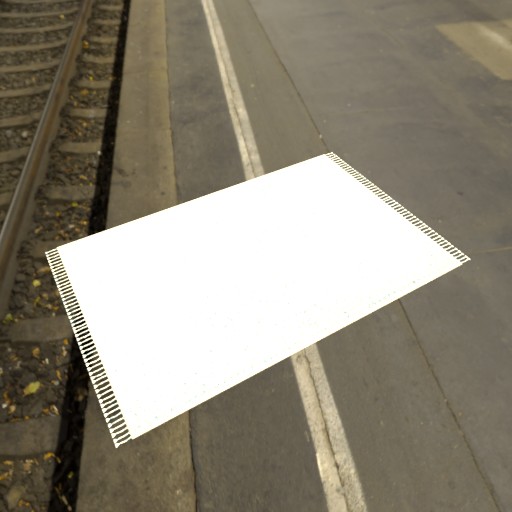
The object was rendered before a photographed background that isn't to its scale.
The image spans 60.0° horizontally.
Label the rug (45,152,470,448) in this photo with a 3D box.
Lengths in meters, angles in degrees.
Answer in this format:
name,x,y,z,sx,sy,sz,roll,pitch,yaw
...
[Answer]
name,x,y,z,sx,sy,sz,roll,pitch,yaw
rug,0.000,0.000,2.991,2.438,0.010,1.524,-23,50,-21
